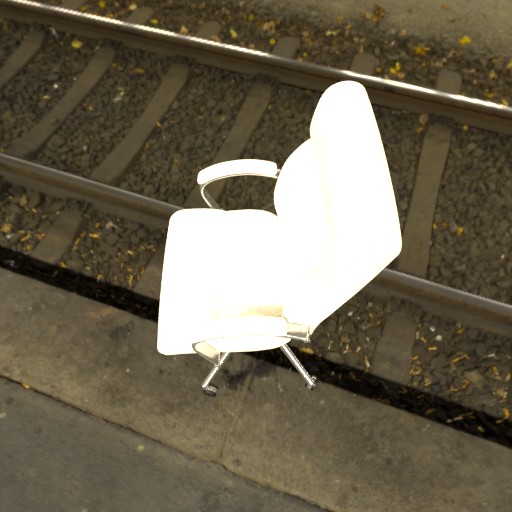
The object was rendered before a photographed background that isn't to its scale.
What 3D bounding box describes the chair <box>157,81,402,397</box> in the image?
[{"bbox_3d":[0.000,0.000,1.586,0.745,1.099,0.727,-1,58,-1],"label":"chair"}]
